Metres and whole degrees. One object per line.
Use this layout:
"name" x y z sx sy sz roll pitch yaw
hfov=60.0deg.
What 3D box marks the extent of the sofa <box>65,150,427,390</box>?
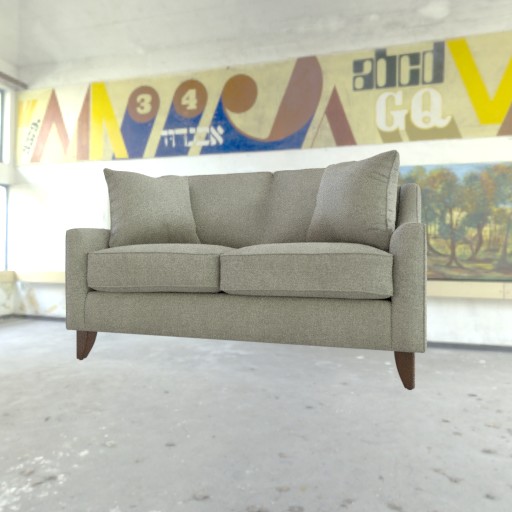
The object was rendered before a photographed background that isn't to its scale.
"sofa" 0.000 0.000 1.991 1.422 0.863 0.915 0 0 18
